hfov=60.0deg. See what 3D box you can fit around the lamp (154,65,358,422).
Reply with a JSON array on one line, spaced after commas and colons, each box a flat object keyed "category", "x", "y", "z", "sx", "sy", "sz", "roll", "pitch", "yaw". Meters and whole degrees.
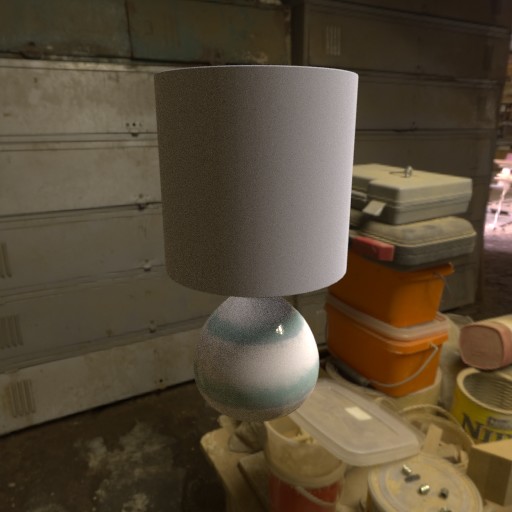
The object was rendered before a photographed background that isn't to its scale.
[{"category": "lamp", "x": 0.000, "y": 0.000, "z": 0.538, "sx": 0.217, "sy": 0.404, "sz": 0.217, "roll": -8, "pitch": 19, "yaw": -26}]
